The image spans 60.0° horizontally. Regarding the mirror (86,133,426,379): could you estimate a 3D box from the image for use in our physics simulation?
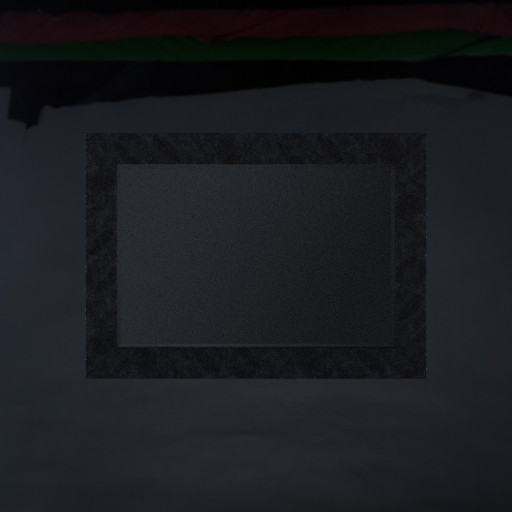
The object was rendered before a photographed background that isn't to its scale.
[{"bbox_3d":[0.000,0.000,1.444,1.101,0.795,0.022,0,0,0],"label":"mirror"}]
